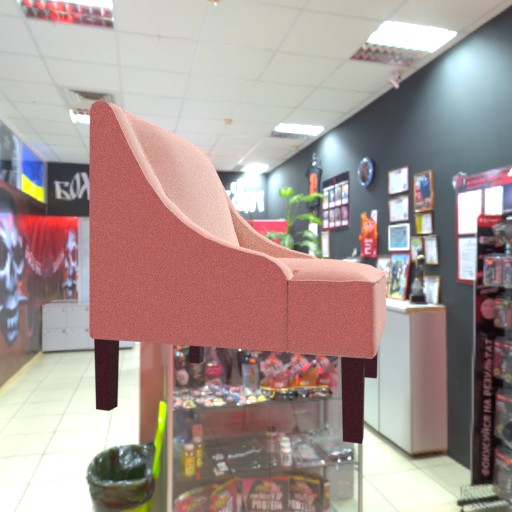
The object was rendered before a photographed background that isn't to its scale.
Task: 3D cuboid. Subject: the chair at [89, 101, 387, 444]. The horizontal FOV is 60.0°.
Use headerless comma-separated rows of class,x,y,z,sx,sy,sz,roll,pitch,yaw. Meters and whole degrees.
chair,0.000,0.000,1.460,0.806,0.886,0.689,0,0,18
